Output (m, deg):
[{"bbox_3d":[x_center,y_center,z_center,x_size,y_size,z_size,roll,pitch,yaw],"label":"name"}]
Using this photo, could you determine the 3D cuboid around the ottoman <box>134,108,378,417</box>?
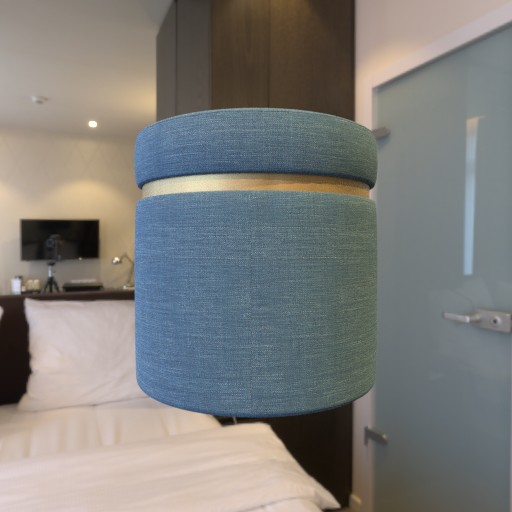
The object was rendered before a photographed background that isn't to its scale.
[{"bbox_3d":[0.000,0.000,0.753,0.398,0.406,0.398,0,1,0],"label":"ottoman"}]
